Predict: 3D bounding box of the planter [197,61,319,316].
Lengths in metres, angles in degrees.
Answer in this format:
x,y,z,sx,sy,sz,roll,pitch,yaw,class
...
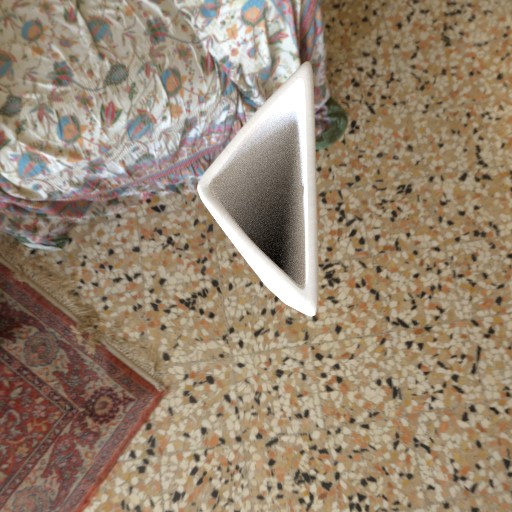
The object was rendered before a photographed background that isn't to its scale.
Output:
x,y,z,sx,sy,sz,roll,pitch,yaw,class
0.000,0.000,0.395,0.065,0.338,0.143,1,76,0,planter
